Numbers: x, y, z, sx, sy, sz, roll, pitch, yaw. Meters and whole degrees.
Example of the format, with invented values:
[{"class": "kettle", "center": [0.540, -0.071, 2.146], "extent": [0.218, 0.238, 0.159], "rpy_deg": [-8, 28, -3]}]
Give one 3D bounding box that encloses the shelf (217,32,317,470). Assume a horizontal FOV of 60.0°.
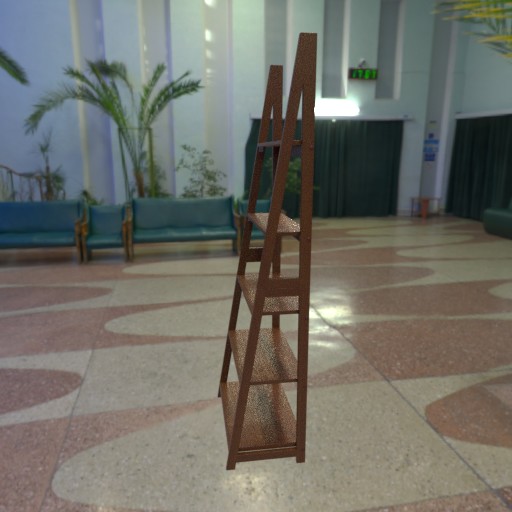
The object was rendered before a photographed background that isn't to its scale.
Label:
[{"class": "shelf", "center": [0.000, 0.000, 2.073], "extent": [0.356, 1.780, 0.630], "rpy_deg": [-2, 13, -8]}]
